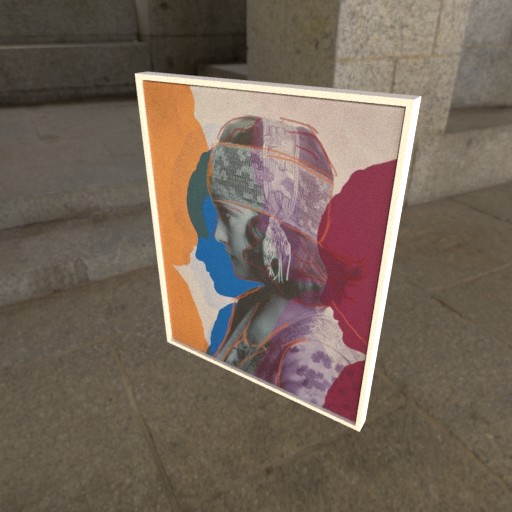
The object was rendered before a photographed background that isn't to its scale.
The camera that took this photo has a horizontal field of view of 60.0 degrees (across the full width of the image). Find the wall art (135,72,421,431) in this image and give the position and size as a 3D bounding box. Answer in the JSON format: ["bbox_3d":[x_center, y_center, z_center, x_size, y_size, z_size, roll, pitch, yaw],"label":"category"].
[{"bbox_3d":[0.000,0.000,0.748,0.443,0.549,0.030,17,33,28],"label":"wall art"}]
